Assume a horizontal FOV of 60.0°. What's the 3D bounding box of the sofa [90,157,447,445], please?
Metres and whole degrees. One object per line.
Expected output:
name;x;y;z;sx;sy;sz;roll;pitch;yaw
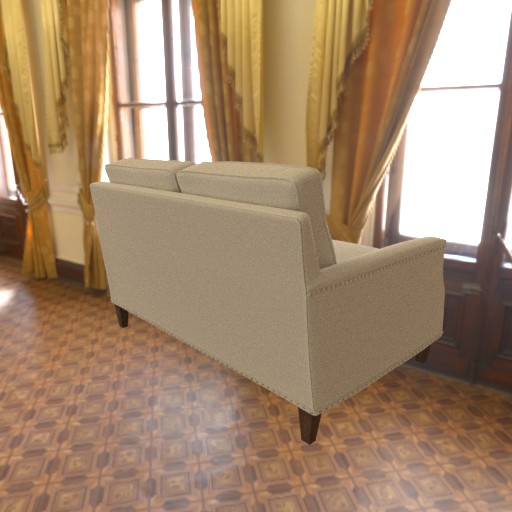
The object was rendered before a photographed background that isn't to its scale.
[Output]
sofa;0.000;0.000;2.304;1.084;1.003;1.597;-14;20;-42
